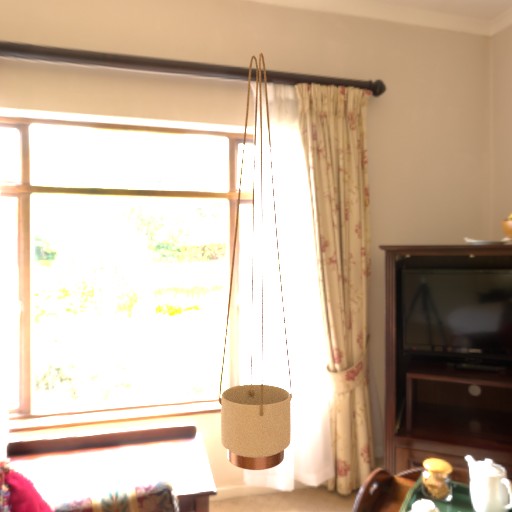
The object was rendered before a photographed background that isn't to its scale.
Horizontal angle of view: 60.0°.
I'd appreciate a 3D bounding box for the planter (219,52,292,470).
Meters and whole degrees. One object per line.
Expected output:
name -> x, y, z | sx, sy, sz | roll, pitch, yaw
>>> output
planter -> 0.000, 0.000, 0.926 | 0.146, 0.841, 0.146 | 0, 0, 36
